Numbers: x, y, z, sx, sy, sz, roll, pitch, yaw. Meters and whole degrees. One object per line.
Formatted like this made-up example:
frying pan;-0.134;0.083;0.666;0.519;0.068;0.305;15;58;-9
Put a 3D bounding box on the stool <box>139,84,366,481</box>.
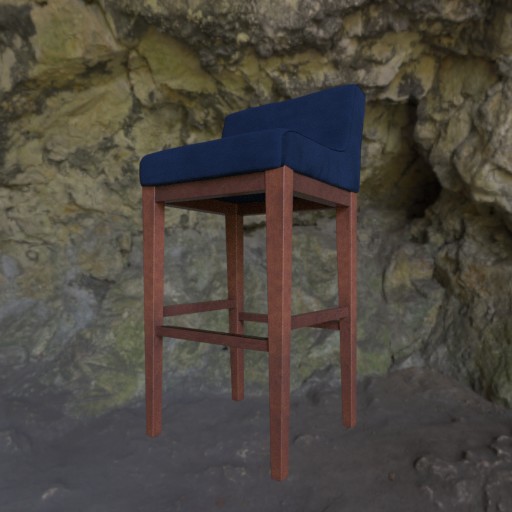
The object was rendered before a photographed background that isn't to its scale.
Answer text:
stool;0.000;0.000;1.324;0.511;1.037;0.500;0;0;36
